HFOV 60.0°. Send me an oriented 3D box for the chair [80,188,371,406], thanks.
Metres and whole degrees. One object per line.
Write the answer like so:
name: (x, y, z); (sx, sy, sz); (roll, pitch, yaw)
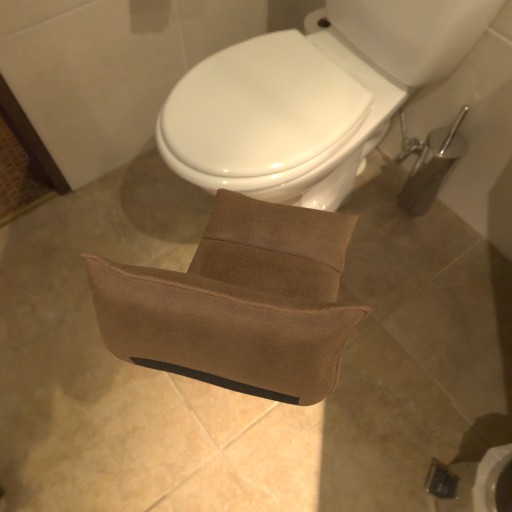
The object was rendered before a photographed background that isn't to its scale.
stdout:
chair: (0.000, 0.000, 1.585); (0.714, 0.892, 0.985); (14, 63, 7)
